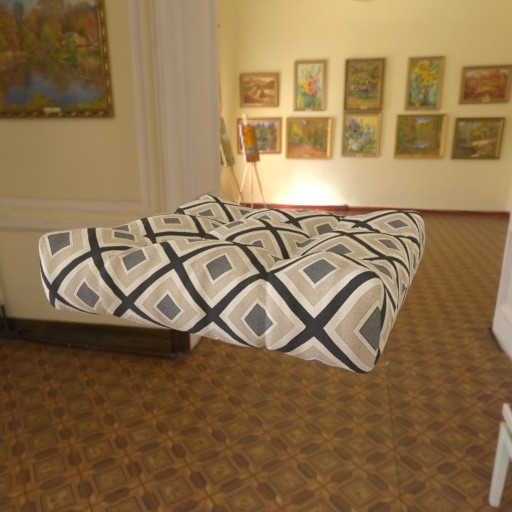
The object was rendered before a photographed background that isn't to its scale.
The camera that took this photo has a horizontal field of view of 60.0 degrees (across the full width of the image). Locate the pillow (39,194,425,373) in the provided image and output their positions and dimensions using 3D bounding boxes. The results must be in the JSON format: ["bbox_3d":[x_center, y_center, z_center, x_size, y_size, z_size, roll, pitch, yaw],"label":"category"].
[{"bbox_3d":[0.000,0.000,0.729,0.490,0.128,0.468,7,17,25],"label":"pillow"}]
